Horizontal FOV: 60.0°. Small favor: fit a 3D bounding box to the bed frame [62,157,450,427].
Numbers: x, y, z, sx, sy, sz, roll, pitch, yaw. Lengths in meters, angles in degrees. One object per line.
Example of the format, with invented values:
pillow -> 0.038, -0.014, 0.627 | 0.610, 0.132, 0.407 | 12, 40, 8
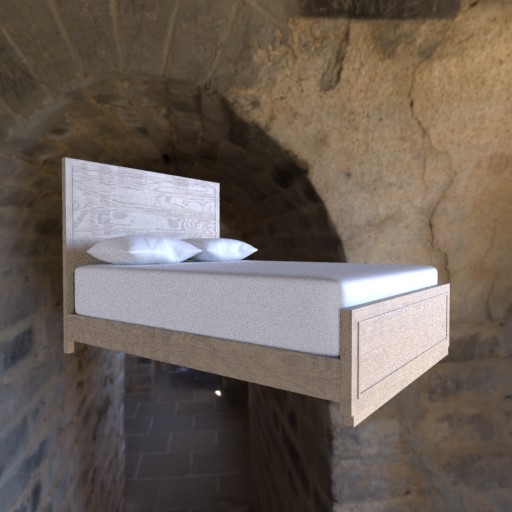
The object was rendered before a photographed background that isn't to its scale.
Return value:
bed frame -> 0.000, 0.000, 3.104 | 2.189, 1.369, 1.606 | 1, 2, 37
